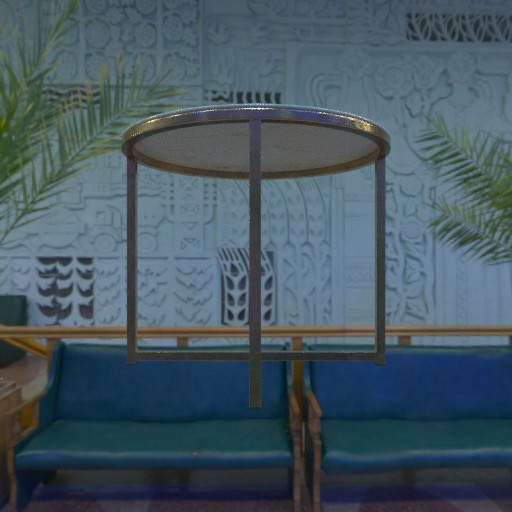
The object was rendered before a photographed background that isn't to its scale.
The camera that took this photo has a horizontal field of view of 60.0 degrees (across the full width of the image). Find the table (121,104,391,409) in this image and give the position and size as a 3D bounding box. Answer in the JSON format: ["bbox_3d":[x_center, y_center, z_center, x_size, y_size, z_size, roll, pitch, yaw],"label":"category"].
[{"bbox_3d":[0.000,0.000,0.859,0.500,0.420,0.500,0,0,0],"label":"table"}]
